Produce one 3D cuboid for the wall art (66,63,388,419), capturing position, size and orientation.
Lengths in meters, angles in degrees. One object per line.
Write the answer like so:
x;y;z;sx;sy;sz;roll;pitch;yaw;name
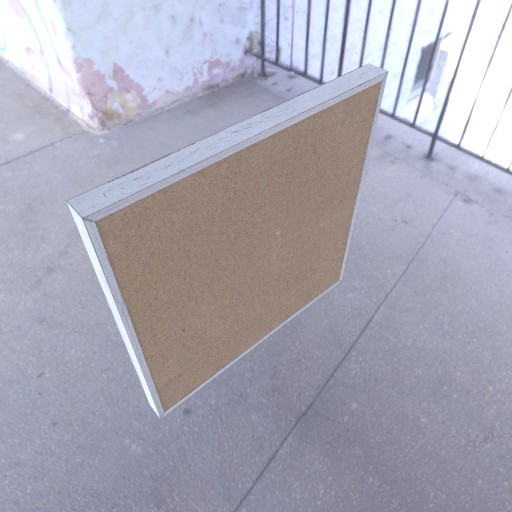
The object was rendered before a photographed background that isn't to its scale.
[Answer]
0.000;0.000;0.766;0.508;0.508;0.038;-33;55;-26;wall art
